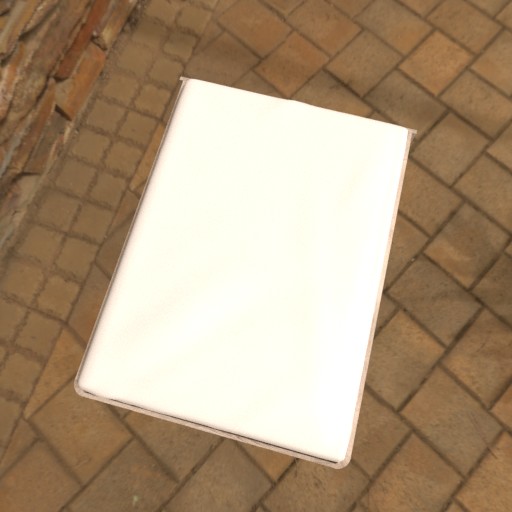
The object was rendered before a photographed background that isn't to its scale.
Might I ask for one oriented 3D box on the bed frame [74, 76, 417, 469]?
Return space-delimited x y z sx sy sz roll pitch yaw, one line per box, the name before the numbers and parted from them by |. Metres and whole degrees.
bed frame | 0.000 0.000 2.576 1.490 0.462 1.950 14 75 4
